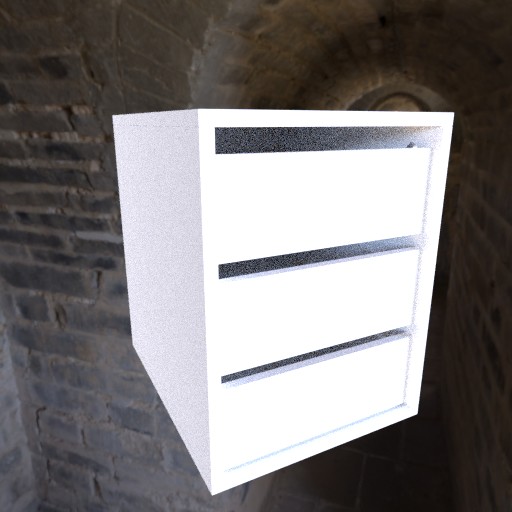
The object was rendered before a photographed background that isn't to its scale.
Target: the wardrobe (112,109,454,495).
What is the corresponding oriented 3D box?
[{"bbox_3d":[0.000,0.000,0.853,0.400,0.520,0.500,-8,19,-26],"label":"wardrobe"}]
